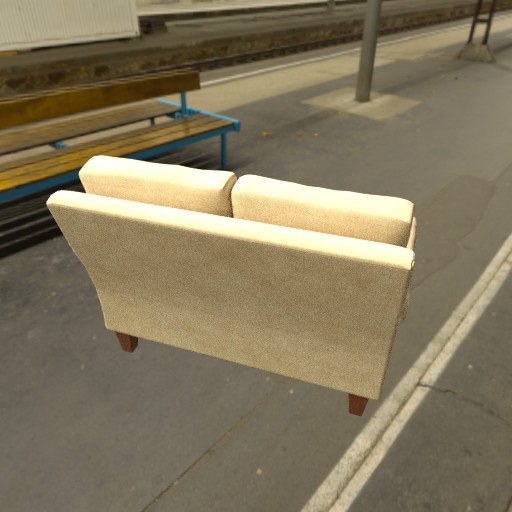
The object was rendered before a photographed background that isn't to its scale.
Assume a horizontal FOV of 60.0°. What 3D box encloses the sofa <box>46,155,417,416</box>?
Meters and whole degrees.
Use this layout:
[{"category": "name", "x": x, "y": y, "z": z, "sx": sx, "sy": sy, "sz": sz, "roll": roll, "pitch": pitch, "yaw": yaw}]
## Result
[{"category": "sofa", "x": 0.000, "y": 0.000, "z": 2.256, "sx": 1.498, "sy": 1.087, "sz": 1.086, "roll": 11, "pitch": 34, "yaw": 16}]
